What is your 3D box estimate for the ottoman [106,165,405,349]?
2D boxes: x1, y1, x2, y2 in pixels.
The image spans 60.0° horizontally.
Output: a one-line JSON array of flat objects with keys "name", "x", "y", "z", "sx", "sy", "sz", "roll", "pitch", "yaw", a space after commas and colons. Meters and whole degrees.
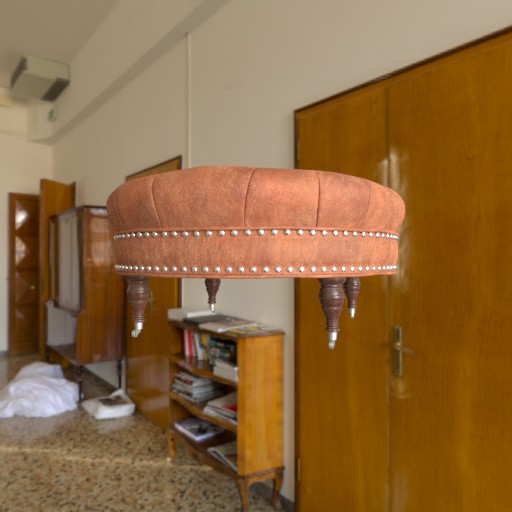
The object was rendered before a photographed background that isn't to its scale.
[{"name": "ottoman", "x": 0.000, "y": 0.000, "z": 1.396, "sx": 0.901, "sy": 0.444, "sz": 0.901, "roll": 0, "pitch": 0, "yaw": 0}]
